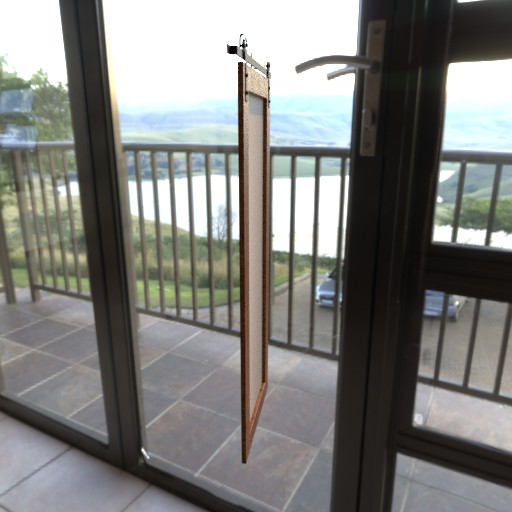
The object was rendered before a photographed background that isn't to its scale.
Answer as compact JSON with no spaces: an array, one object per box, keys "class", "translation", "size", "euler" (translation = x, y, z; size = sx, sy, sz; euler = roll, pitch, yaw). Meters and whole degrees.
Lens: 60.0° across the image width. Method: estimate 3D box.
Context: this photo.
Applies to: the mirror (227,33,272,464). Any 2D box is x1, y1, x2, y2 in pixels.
[{"class":"mirror","translation":[0.000,0.000,2.075],"size":[0.042,1.793,0.847],"euler":[3,16,10]}]
